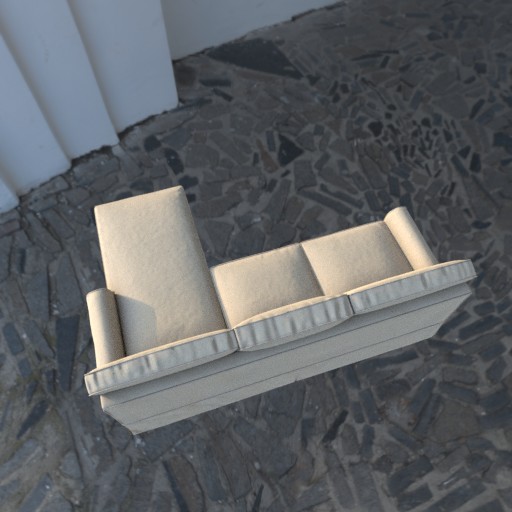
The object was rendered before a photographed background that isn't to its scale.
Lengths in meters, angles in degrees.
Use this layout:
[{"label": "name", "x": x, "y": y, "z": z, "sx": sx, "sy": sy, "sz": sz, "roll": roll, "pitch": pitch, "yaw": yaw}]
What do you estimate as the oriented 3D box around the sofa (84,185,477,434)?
[{"label": "sofa", "x": 0.000, "y": 0.000, "z": 3.323, "sx": 2.475, "sy": 0.978, "sz": 1.733, "roll": -15, "pitch": 60, "yaw": -9}]
